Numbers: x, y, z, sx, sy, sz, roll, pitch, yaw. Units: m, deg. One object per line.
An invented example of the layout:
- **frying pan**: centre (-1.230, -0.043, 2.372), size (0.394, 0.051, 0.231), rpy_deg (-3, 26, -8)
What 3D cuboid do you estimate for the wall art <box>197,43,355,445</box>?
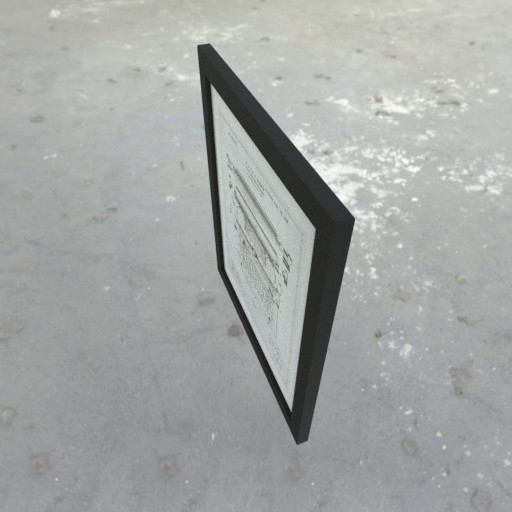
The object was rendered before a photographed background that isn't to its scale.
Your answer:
- **wall art**: centre (0.000, 0.000, 0.715), size (0.021, 0.508, 0.432), rpy_deg (-16, 48, -15)
